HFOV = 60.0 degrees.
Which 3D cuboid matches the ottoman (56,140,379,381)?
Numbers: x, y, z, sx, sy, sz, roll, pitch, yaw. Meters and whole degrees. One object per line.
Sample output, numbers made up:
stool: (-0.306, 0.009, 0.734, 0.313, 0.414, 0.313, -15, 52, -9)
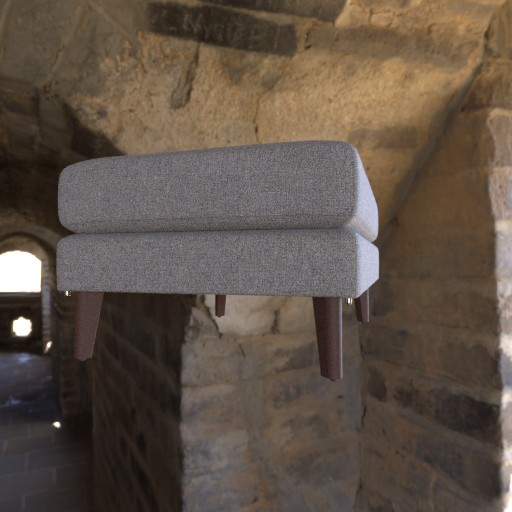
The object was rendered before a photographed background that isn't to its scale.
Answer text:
ottoman: (0.000, 0.000, 1.194, 0.611, 0.441, 0.821, 0, -1, 18)
